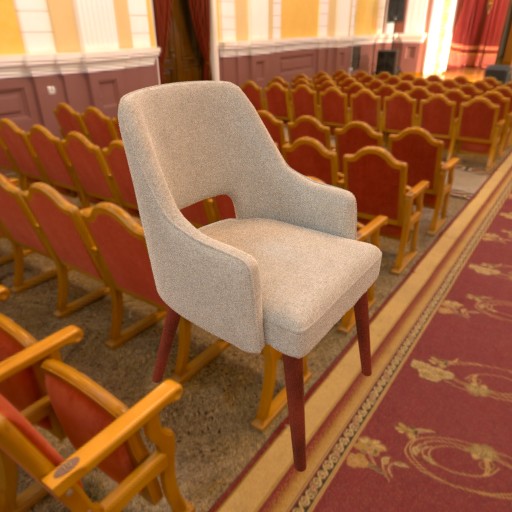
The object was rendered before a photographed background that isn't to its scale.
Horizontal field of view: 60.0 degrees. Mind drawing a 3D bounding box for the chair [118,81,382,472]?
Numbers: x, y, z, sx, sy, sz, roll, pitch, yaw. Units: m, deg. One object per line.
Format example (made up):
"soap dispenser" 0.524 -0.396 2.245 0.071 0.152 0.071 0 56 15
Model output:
"chair" 0.000 0.000 1.218 0.605 0.849 0.548 19 33 31
